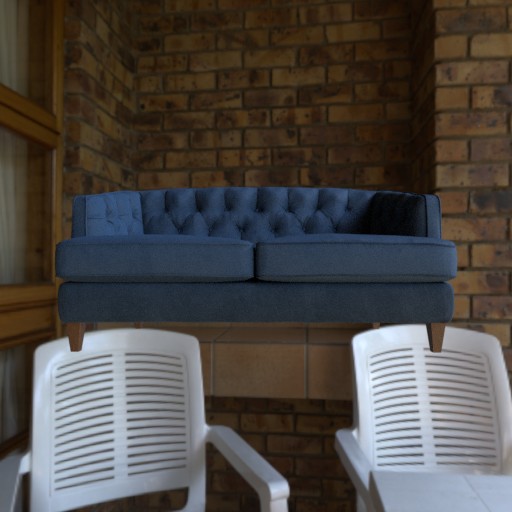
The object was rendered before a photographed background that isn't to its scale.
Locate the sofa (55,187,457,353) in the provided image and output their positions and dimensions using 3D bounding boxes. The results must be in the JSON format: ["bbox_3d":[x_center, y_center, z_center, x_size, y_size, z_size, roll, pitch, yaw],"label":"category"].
[{"bbox_3d":[0.000,0.000,2.309,1.733,0.854,0.941,0,-1,1],"label":"sofa"}]
